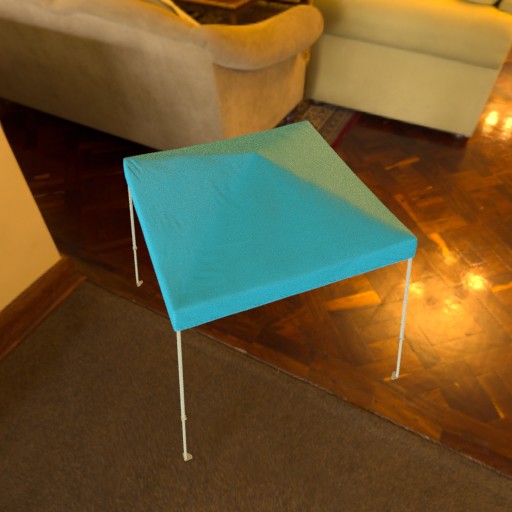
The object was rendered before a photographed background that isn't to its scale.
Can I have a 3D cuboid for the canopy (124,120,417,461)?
[{"bbox_3d":[0.000,0.000,5.267,2.849,2.850,2.850,-16,48,-15],"label":"canopy"}]
